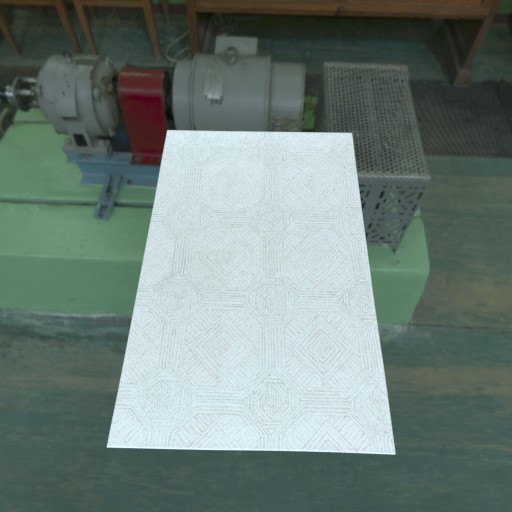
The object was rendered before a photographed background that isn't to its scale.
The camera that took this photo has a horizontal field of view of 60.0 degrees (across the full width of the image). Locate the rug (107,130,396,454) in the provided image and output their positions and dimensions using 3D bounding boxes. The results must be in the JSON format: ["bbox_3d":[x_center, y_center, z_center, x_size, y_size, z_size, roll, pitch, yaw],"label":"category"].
[{"bbox_3d":[0.000,0.000,2.994,1.524,0.008,2.440,1,57,1],"label":"rug"}]
